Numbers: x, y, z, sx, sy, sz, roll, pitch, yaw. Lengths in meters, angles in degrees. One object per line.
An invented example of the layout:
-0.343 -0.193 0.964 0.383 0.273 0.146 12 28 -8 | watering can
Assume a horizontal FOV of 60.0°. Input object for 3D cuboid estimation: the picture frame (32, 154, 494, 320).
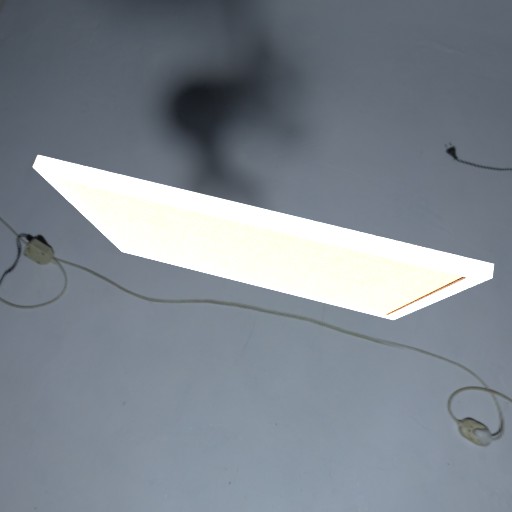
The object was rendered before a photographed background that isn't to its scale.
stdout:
0.000 0.000 1.201 0.950 0.640 0.029 14 75 4 | picture frame
